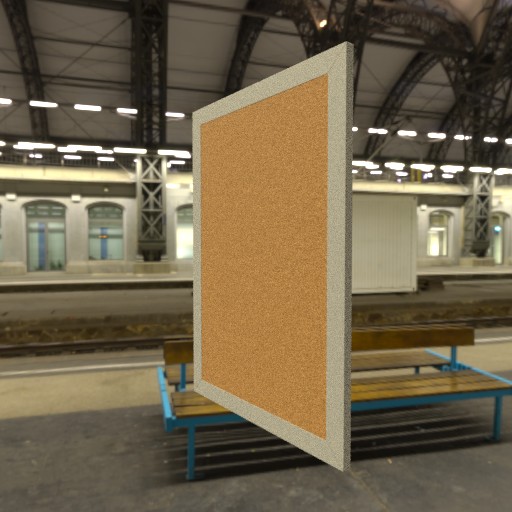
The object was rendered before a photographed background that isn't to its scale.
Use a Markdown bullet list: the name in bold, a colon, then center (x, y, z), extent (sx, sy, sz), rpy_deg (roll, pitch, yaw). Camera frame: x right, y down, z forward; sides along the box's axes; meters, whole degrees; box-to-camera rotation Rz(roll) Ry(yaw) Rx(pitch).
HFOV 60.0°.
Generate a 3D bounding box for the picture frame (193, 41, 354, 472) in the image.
- **picture frame**: center (0.000, 0.000, 0.605), extent (0.011, 0.459, 0.326), rpy_deg (-2, 3, -37)
